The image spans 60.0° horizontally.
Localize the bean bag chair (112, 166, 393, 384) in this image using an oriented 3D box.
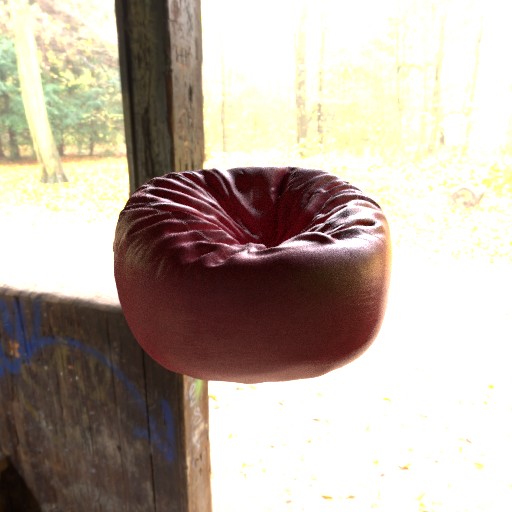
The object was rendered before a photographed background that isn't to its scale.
[{"bbox_3d":[0.000,0.000,2.414,1.524,0.878,1.524,-2,17,-7],"label":"bean bag chair"}]
